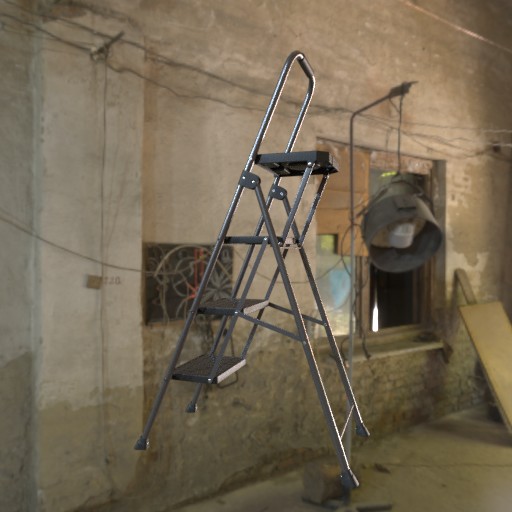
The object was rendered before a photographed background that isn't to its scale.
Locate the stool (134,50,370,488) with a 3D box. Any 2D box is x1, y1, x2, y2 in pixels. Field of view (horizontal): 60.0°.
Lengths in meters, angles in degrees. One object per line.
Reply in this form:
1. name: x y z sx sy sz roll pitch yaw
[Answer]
1. stool: 0.000 0.000 1.521 0.733 1.277 0.396 0 1 19
